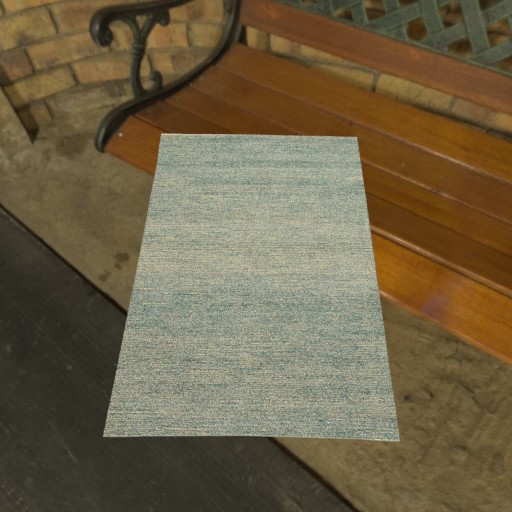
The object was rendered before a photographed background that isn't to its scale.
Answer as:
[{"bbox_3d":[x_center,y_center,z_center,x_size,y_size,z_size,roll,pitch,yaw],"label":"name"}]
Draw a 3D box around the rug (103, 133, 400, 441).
[{"bbox_3d":[0.000,0.000,5.238,2.802,0.052,4.078,1,58,1],"label":"rug"}]
